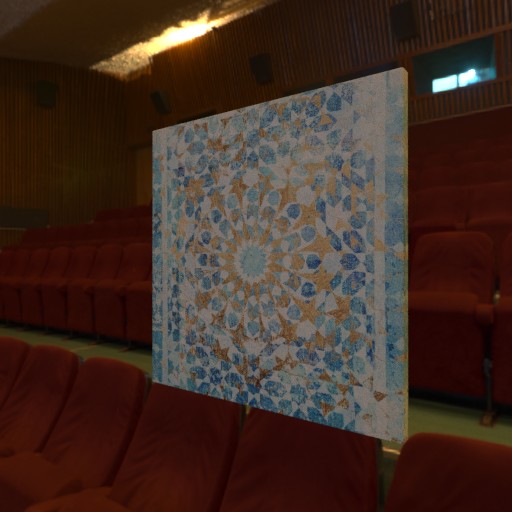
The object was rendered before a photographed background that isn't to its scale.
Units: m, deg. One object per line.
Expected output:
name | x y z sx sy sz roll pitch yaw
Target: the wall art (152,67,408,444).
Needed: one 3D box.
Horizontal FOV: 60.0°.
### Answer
wall art | 0.000 0.000 1.362 0.916 0.916 0.040 0 0 37
